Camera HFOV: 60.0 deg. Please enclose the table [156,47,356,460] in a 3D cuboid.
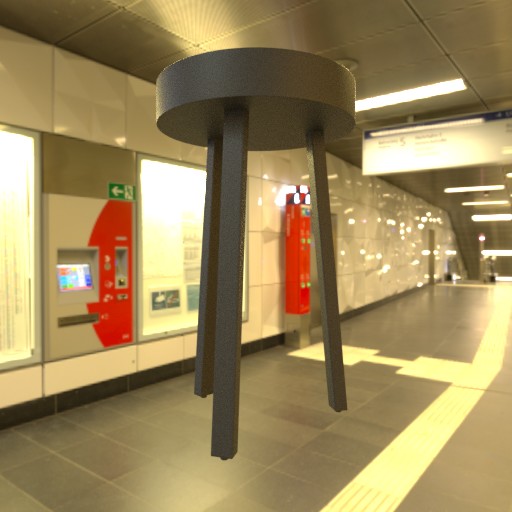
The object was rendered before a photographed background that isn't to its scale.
[{"bbox_3d":[0.000,0.000,0.930,0.406,0.686,0.406,0,1,18],"label":"table"}]
